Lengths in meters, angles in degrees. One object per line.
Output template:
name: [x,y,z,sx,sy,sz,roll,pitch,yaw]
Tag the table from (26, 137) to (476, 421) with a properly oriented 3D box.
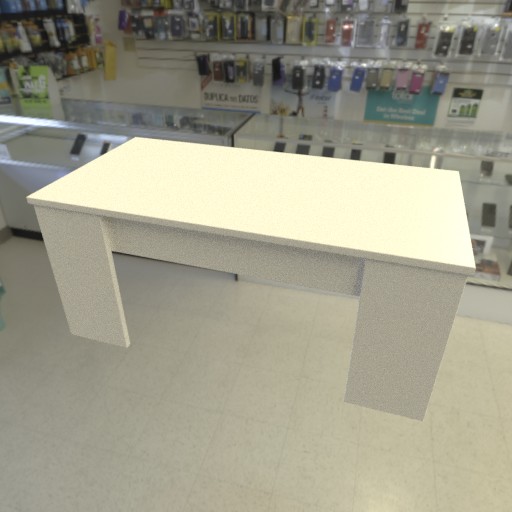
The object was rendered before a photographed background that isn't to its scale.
table: [0.000,0.000,1.252,1.000,0.440,0.500,10,33,15]
